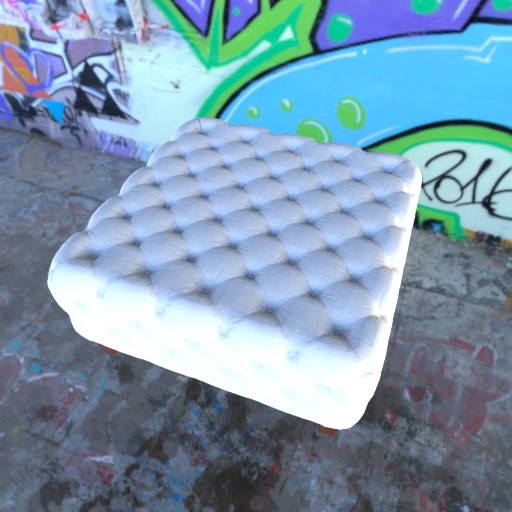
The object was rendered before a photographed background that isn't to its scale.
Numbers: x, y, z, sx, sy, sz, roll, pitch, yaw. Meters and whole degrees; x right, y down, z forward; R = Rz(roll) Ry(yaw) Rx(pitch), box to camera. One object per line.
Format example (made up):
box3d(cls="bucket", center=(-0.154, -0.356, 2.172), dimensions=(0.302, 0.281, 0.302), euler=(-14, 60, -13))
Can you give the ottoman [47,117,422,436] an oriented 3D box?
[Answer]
box3d(cls="ottoman", center=(0.000, 0.000, 1.224), dimensions=(0.753, 0.376, 0.755), euler=(16, 48, 15))
